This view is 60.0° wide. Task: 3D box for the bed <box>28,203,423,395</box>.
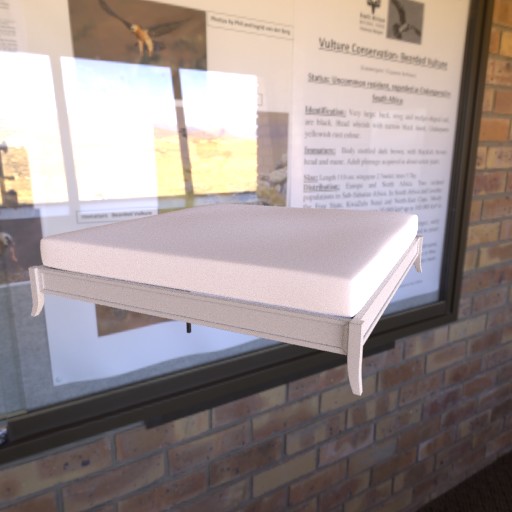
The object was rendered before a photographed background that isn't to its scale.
[{"bbox_3d":[0.000,0.000,3.110,2.007,0.510,2.108,7,15,26],"label":"bed"}]
